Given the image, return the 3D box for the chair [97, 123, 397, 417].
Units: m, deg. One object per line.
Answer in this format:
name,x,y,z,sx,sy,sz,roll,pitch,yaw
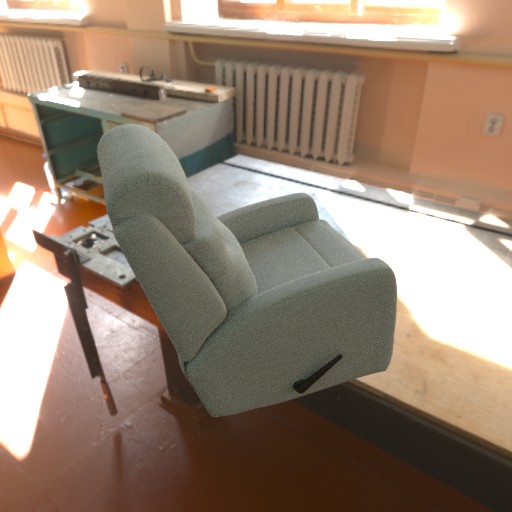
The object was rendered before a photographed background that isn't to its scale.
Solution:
chair,0.000,0.000,1.763,1.043,1.013,0.798,-11,33,-17
